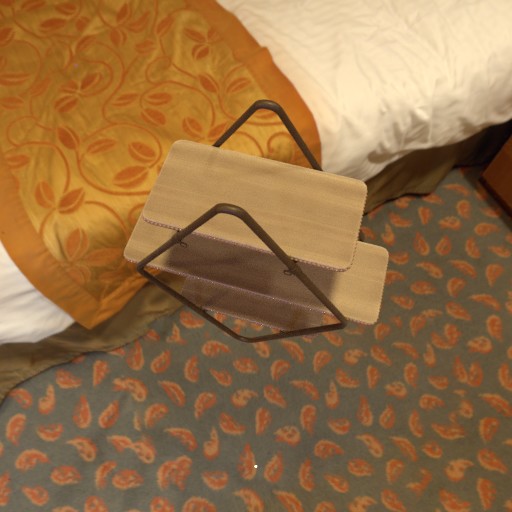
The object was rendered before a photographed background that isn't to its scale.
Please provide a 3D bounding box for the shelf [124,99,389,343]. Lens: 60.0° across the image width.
[{"bbox_3d":[0.000,0.000,1.057,0.609,0.774,0.234,14,65,7],"label":"shelf"}]
